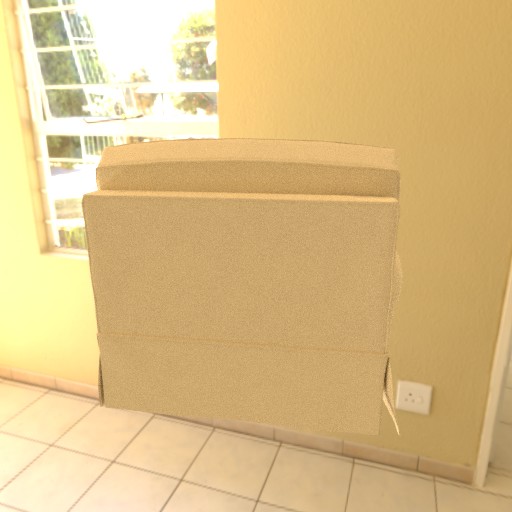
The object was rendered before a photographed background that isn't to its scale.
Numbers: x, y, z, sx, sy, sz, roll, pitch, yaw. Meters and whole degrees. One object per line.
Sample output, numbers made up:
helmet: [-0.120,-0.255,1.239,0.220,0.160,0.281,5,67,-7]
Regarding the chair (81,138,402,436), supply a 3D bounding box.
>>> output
chair: [0.000,0.000,1.826,1.099,0.958,0.904,3,17,8]
